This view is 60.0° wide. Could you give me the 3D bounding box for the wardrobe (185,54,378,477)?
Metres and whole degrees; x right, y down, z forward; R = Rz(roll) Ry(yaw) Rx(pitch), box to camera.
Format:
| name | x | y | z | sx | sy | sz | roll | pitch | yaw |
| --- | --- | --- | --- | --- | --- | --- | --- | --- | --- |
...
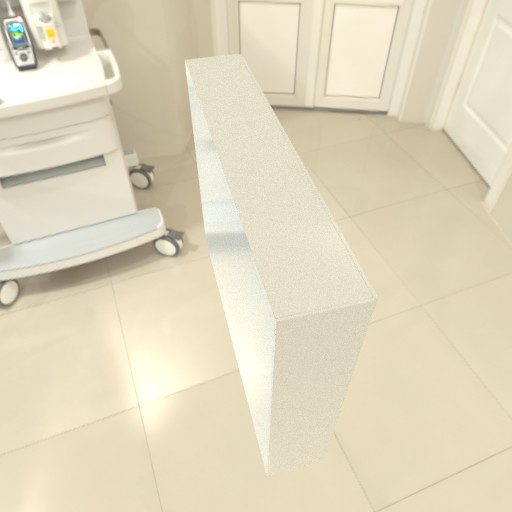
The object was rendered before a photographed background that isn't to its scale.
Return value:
| name | x | y | z | sx | sy | sz | roll | pitch | yaw |
| --- | --- | --- | --- | --- | --- | --- | --- | --- | --- |
| wardrobe | 0.000 | 0.000 | 4.023 | 0.580 | 2.360 | 3.000 | -11 | 48 | -10 |
